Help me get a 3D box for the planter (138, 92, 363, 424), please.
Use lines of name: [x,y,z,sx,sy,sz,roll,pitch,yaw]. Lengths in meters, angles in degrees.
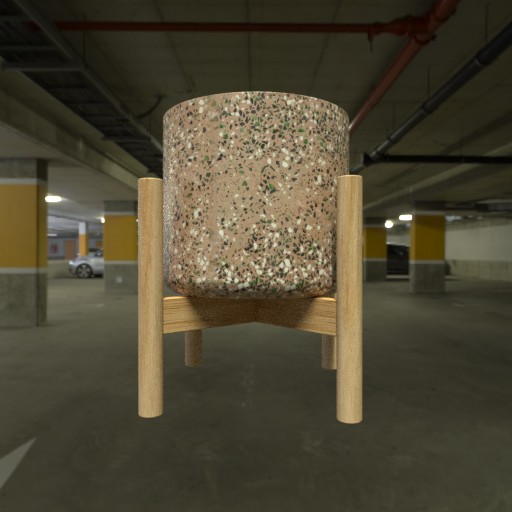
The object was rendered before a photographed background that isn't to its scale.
planter: [0.000,0.000,0.542,0.284,0.320,0.284,0,0,-18]
